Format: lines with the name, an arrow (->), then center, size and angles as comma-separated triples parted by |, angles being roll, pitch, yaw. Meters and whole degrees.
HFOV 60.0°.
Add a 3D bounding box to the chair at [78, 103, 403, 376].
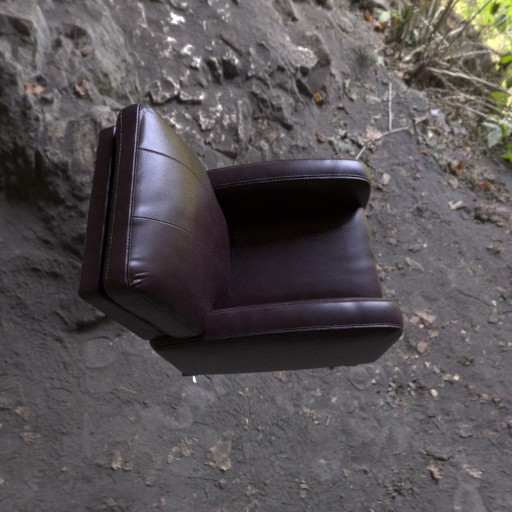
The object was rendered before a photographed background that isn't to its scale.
chair -> 0.000, 0.000, 1.682 | 0.990, 0.990, 0.762 | -3, 63, -2
